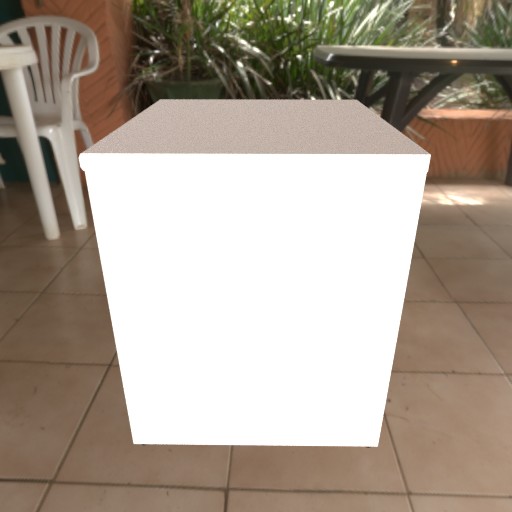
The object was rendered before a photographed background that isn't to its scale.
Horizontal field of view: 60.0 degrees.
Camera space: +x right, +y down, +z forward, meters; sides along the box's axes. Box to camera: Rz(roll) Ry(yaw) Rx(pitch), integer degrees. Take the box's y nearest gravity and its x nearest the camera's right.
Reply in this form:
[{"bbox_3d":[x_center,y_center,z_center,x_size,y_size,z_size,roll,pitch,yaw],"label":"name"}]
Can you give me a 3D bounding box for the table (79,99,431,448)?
[{"bbox_3d":[0.000,0.000,0.768,0.380,0.460,0.420,0,27,1],"label":"table"}]
